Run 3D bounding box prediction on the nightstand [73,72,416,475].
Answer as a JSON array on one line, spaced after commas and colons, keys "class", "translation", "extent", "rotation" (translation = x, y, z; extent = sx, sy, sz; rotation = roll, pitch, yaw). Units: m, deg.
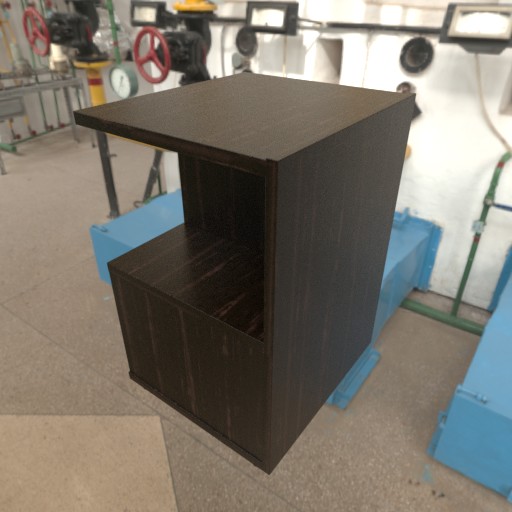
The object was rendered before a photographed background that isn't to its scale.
[{"class": "nightstand", "translation": [0.000, 0.000, 0.825], "extent": [0.356, 0.559, 0.400], "rotation": [22, 38, 31]}]
